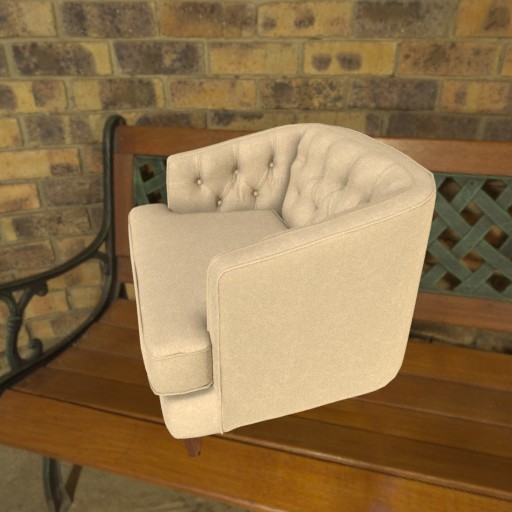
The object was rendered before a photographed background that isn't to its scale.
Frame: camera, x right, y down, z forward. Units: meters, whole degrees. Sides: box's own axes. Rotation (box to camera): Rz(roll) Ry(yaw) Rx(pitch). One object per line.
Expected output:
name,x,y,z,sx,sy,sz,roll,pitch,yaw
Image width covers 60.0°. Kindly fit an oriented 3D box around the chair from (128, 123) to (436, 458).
chair,0.000,0.000,1.732,0.941,0.852,1.104,-8,30,-15
